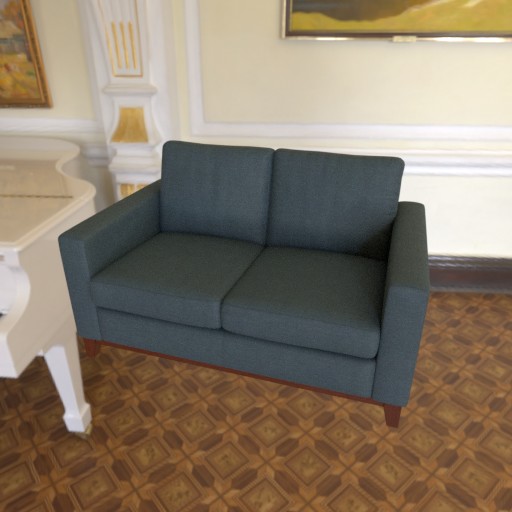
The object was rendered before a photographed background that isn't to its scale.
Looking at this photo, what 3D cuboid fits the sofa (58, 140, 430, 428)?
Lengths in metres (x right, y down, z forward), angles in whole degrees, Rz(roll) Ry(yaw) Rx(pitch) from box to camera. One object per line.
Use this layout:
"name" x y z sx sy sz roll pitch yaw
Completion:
"sofa" 0.000 0.000 2.113 1.489 0.903 0.955 8 27 16
